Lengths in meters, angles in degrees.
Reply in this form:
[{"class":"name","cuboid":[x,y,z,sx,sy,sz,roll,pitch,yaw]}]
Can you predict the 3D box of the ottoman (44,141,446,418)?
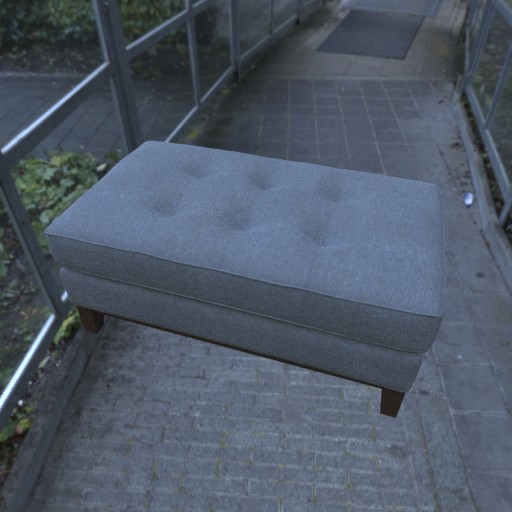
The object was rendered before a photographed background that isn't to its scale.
[{"class":"ottoman","cuboid":[0.000,0.000,1.515,1.143,0.514,0.648,12,42,14]}]
